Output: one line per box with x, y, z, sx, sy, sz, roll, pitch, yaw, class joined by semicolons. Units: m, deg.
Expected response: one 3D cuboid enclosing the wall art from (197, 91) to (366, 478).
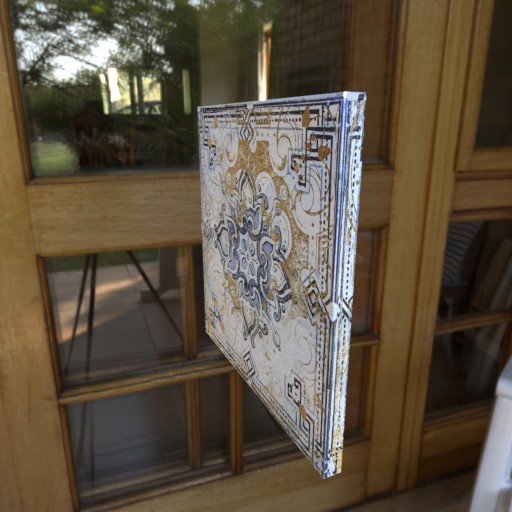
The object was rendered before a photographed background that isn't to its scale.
0.000;0.000;0.922;0.036;0.607;0.609;-8;18;-24;wall art
